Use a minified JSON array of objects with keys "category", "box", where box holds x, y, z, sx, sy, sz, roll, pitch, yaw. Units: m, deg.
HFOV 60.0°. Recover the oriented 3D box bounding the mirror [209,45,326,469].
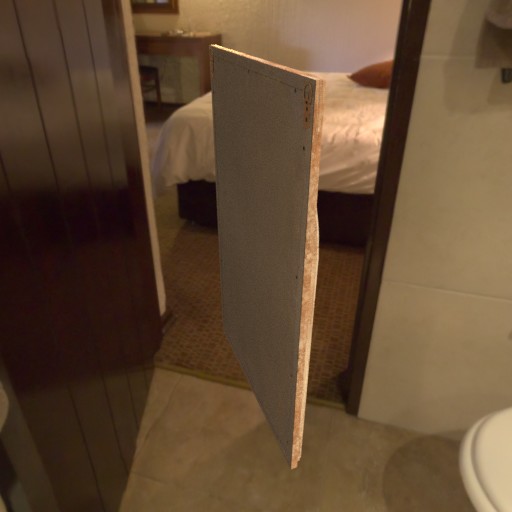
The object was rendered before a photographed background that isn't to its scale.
[{"category":"mirror","box":[0.000,0.000,0.957,0.058,0.787,0.495,-11,32,-18]}]
